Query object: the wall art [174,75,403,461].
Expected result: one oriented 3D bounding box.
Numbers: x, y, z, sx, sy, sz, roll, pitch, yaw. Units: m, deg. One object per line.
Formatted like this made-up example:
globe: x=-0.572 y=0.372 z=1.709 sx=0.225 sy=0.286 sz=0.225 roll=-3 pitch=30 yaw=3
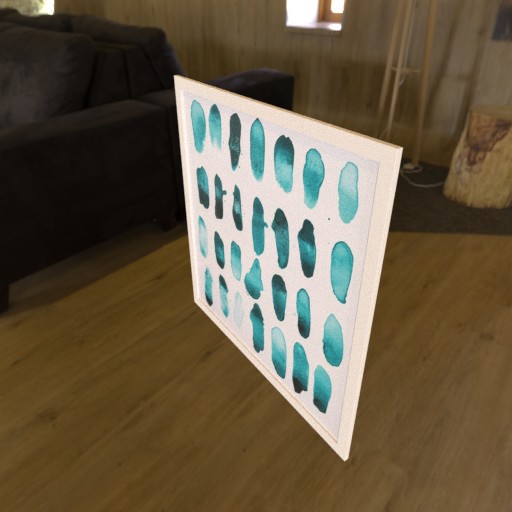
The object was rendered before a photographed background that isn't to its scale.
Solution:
wall art: x=0.000 y=0.000 z=0.828 sx=0.009 sy=0.559 sz=0.558 roll=-20 pitch=37 yaw=-29
